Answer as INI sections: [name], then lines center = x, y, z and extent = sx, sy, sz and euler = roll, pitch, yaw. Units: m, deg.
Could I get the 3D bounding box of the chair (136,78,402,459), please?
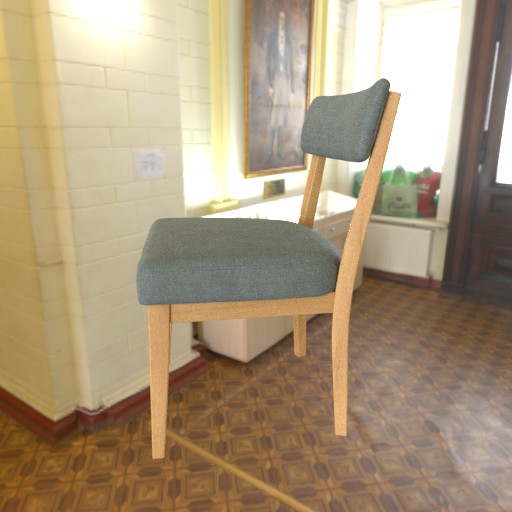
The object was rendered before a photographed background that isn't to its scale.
[chair]
center = 0.000, 0.000, 1.165
extent = 0.572, 0.832, 0.508
euler = -2, 16, -9
